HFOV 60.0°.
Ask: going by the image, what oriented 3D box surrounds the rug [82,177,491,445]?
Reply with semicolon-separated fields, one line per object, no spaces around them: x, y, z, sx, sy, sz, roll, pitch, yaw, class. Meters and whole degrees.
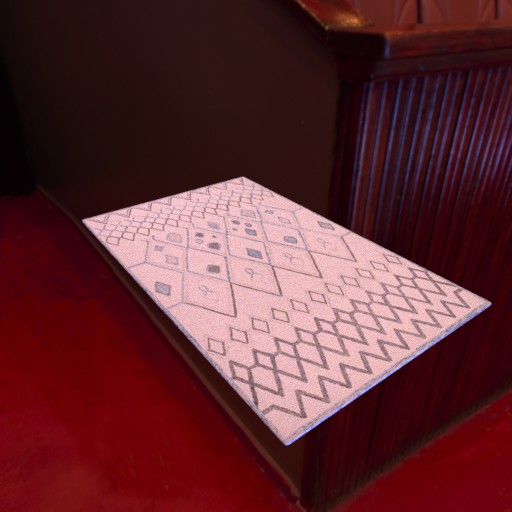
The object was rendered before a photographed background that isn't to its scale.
0.000;0.000;2.961;1.524;0.015;2.439;-21;37;-31;rug
